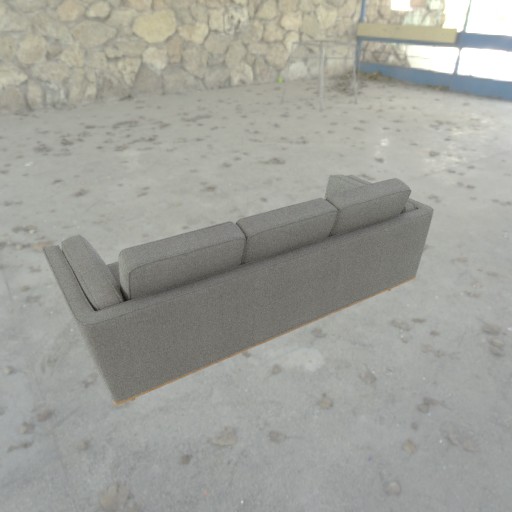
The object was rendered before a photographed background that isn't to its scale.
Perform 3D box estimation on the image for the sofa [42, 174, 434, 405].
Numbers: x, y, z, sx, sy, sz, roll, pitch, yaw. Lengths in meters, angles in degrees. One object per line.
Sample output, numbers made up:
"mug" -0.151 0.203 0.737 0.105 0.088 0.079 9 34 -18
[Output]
"sofa" 0.000 0.000 2.873 2.362 0.899 0.903 -17 34 -28
